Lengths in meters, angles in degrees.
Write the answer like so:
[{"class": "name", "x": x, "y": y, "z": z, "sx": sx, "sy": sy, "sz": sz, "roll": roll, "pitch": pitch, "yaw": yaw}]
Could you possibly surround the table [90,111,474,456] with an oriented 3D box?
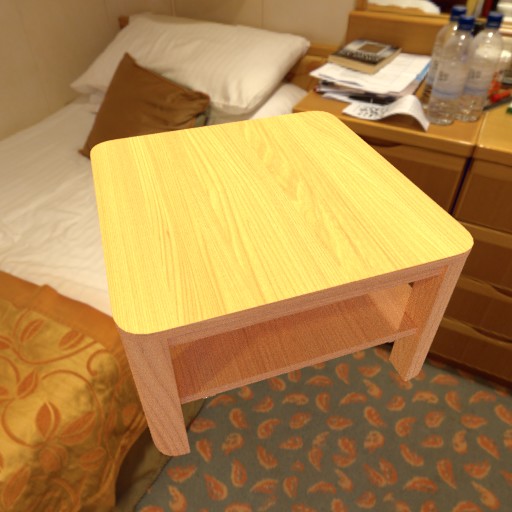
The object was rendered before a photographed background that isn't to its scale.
[{"class": "table", "x": 0.000, "y": 0.000, "z": 1.237, "sx": 0.750, "sy": 0.450, "sz": 0.750, "roll": -13, "pitch": 43, "yaw": -14}]
